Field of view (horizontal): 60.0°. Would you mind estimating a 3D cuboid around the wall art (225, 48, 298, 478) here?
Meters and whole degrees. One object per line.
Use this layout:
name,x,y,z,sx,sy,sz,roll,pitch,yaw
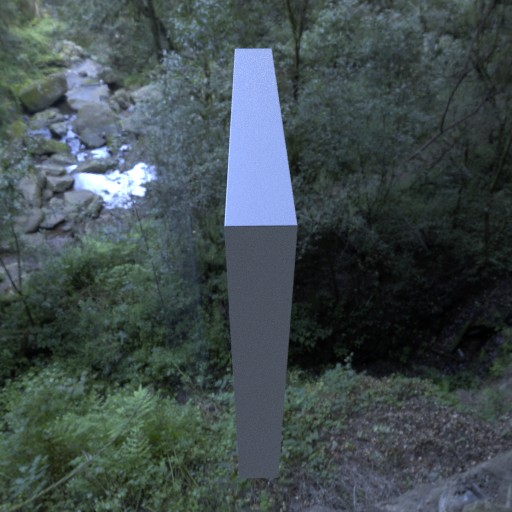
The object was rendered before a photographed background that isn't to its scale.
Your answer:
wall art,0.000,0.000,0.444,0.038,0.305,0.305,-1,41,-1
